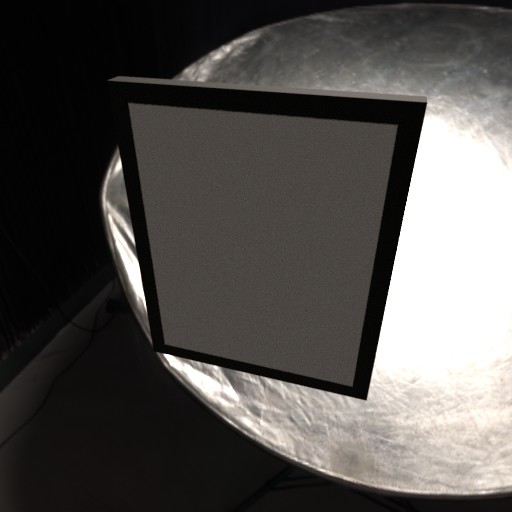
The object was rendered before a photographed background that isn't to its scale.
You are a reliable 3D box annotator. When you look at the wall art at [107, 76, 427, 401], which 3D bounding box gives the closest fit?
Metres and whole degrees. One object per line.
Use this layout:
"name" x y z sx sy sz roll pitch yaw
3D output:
"wall art" 0.000 0.000 0.557 0.329 0.404 0.024 9 34 14
